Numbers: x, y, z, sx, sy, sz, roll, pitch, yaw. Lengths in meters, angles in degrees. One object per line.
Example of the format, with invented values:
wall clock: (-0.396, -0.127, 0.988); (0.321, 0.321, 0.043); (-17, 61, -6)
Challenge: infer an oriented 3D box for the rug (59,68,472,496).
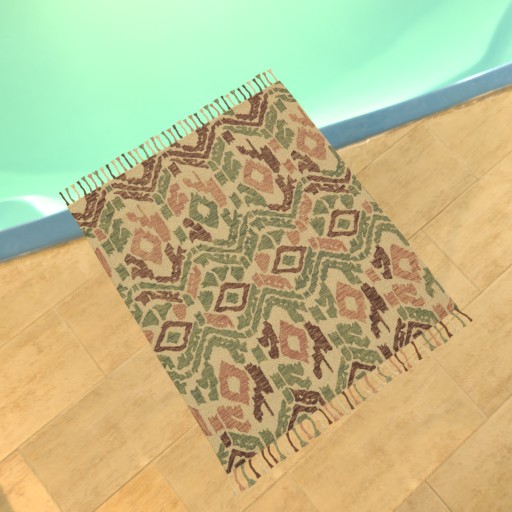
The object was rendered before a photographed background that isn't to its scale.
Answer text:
rug: (0.000, 0.000, 3.925); (2.438, 0.010, 3.048); (-33, 78, -8)
